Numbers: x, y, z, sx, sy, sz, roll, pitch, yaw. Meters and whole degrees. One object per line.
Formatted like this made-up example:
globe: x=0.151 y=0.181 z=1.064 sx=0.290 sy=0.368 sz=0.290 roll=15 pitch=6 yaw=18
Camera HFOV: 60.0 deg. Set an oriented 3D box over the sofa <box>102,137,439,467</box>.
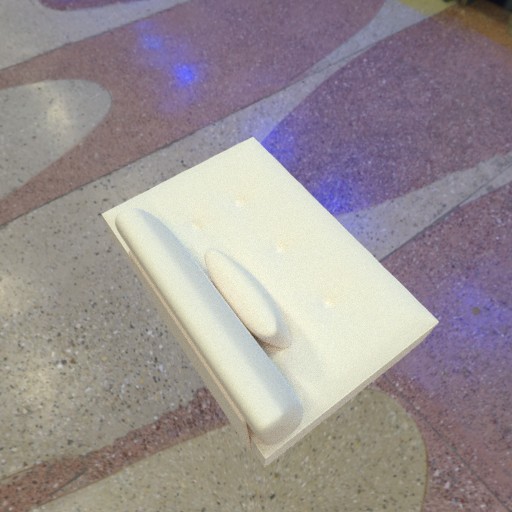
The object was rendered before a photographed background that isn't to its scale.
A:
sofa: x=0.000 y=0.000 z=2.074 sx=1.000 sy=0.820 sz=1.450 roll=-31 pitch=63 yaw=-18
